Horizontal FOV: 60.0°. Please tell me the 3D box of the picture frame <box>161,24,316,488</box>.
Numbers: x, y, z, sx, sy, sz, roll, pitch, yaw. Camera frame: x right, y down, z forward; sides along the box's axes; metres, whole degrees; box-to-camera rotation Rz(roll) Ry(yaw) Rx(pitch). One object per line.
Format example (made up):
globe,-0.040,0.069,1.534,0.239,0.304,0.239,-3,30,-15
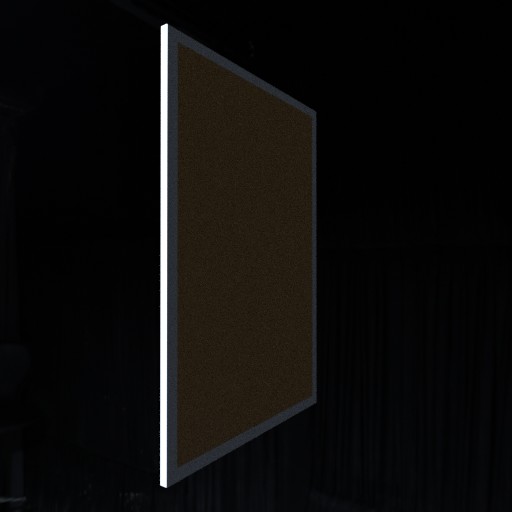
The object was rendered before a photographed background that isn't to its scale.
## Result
picture frame,0.000,0.000,0.818,0.013,0.657,0.457,0,-1,35
